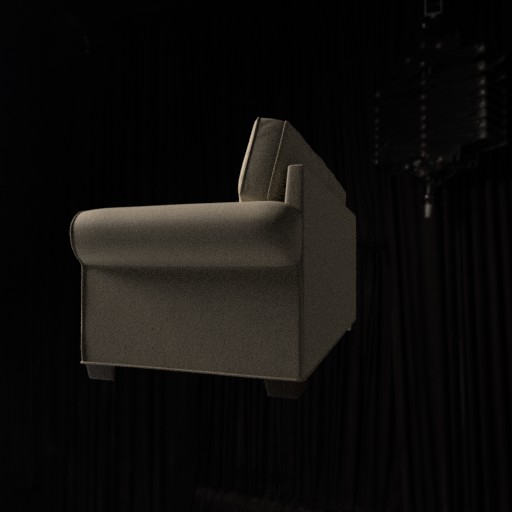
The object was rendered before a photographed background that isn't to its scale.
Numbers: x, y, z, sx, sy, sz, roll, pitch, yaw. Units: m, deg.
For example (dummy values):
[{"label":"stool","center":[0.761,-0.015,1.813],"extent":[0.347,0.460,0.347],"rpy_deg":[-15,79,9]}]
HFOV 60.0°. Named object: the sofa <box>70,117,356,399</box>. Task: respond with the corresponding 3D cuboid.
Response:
[{"label":"sofa","center":[0.000,0.000,2.291],"extent":[0.861,0.933,1.774],"rpy_deg":[0,-1,18]}]
